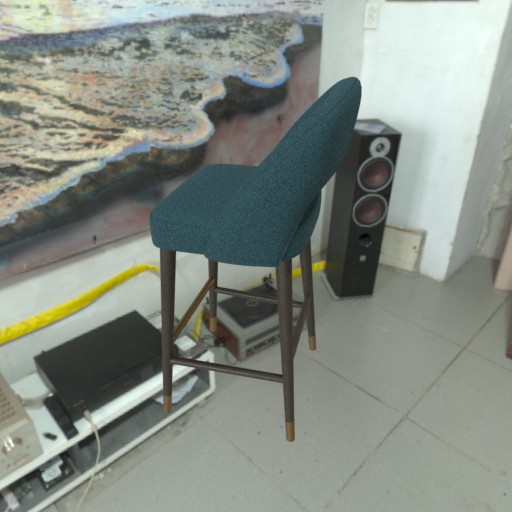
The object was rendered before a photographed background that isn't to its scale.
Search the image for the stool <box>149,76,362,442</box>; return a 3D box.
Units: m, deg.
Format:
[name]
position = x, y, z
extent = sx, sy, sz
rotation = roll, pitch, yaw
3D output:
[stool]
position = 0.000, 0.000, 1.359
extent = 0.522, 1.032, 0.536
rotation = 8, 31, 13
